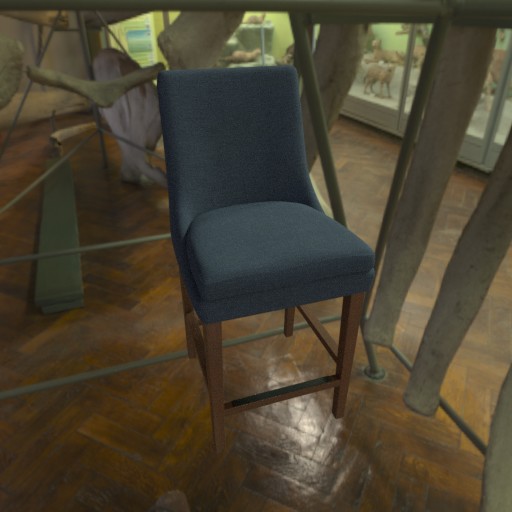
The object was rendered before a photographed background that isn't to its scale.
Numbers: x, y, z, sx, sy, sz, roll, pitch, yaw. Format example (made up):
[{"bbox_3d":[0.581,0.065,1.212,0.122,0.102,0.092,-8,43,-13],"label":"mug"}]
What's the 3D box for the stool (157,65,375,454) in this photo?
[{"bbox_3d":[0.000,0.000,1.317,0.470,0.981,0.577,-10,31,-16],"label":"stool"}]
